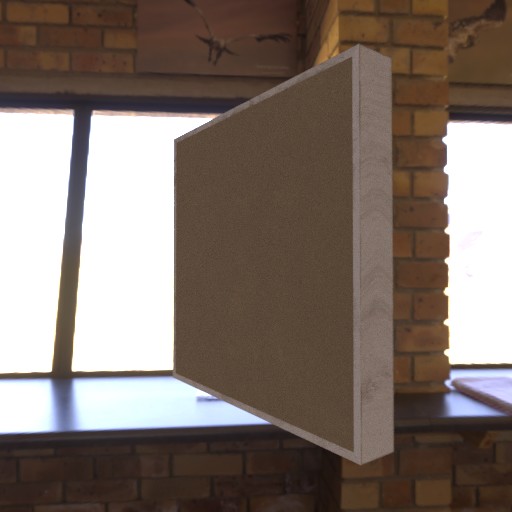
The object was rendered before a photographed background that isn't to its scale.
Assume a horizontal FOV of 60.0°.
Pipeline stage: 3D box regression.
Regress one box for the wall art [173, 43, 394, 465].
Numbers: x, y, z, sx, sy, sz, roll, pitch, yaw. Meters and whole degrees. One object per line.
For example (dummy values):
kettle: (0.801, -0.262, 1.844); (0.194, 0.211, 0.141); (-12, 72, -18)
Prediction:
wall art: (0.000, 0.000, 0.453); (0.038, 0.303, 0.305); (1, -1, -36)
